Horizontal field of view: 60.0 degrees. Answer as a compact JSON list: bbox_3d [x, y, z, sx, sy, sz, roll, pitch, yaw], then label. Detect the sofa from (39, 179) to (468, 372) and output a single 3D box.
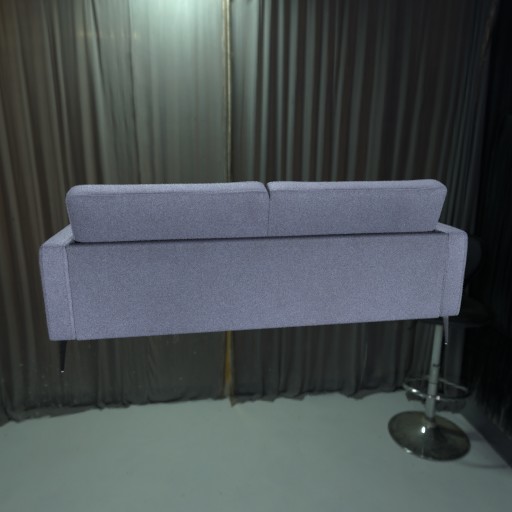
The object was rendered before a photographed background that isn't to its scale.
[{"bbox_3d":[0.000,0.000,2.346,1.925,0.828,0.774,-2,15,-9],"label":"sofa"}]
